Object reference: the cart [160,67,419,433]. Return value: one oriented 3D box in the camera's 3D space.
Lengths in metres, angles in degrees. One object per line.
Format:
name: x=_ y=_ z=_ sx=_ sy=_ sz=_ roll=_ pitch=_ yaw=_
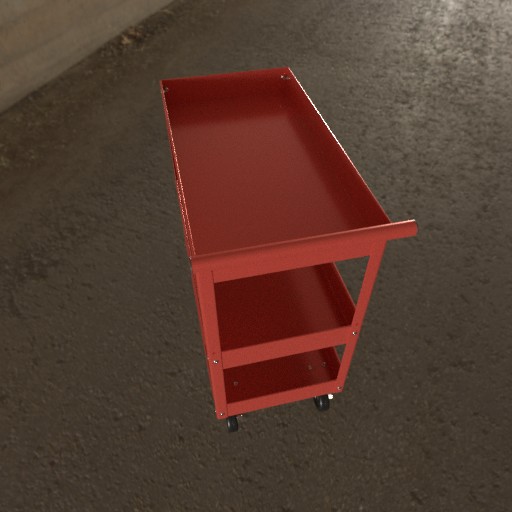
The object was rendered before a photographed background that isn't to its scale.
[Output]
cart: x=0.000 y=0.000 z=1.196 sx=0.366 sy=0.780 sz=0.719 roll=-10 pitch=47 yaw=-9
